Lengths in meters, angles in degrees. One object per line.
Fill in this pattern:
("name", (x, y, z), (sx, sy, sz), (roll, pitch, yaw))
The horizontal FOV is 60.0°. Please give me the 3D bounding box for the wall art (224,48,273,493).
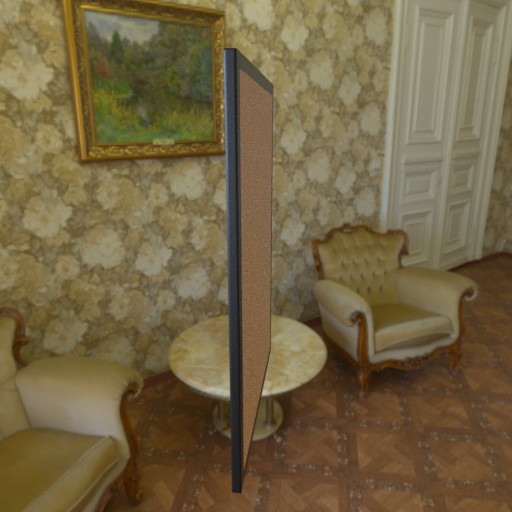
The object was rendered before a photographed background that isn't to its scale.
("wall art", (0.000, 0.000, 0.852), (0.016, 0.657, 0.480), (2, 16, 7))
